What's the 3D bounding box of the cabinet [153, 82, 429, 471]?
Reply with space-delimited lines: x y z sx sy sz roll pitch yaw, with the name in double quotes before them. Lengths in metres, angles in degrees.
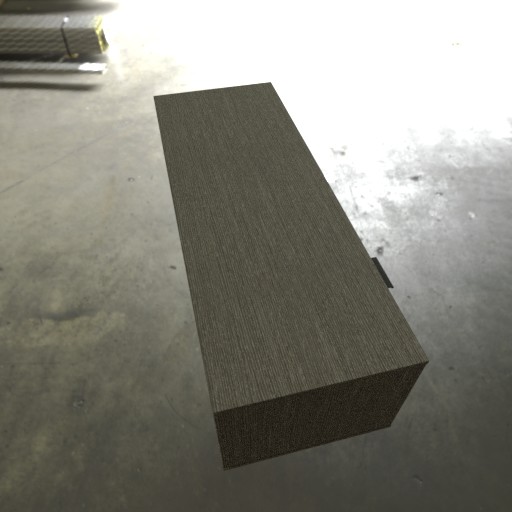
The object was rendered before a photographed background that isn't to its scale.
"cabinet" 0.000 0.000 1.570 0.500 0.599 1.300 -11 49 -9
